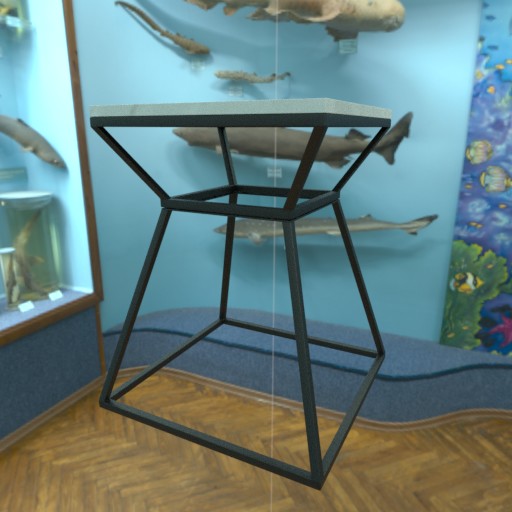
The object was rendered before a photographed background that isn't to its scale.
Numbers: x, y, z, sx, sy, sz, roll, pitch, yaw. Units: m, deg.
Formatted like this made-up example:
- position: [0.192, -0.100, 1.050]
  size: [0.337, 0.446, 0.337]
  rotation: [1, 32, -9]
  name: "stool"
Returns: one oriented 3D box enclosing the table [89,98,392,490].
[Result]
- position: [0.000, 0.000, 0.881]
  size: [0.455, 0.559, 0.455]
  rotation: [8, 18, 26]
  name: "table"
